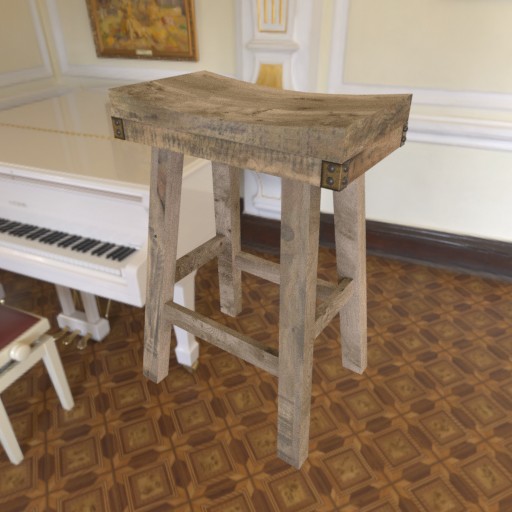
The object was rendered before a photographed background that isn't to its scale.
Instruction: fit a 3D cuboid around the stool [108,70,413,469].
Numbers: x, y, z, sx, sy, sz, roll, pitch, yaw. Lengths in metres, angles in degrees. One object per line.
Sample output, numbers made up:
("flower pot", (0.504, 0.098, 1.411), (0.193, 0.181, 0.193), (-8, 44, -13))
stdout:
("stool", (0.000, 0.000, 0.896), (0.450, 0.635, 0.330), (19, 36, 29))
